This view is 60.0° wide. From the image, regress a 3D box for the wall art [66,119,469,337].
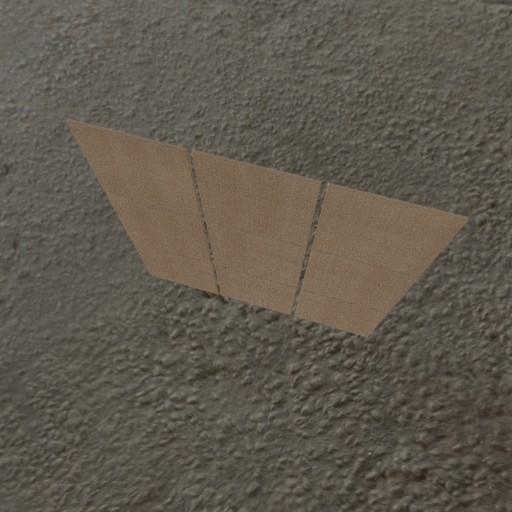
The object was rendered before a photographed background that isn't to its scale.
[{"bbox_3d":[0.000,0.000,1.843,1.219,1.218,0.013,15,66,7],"label":"wall art"}]
